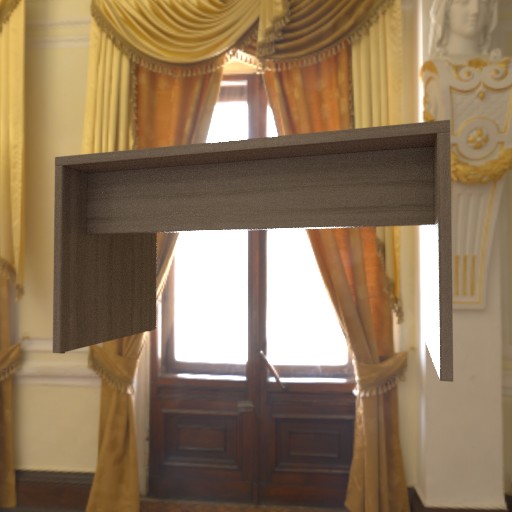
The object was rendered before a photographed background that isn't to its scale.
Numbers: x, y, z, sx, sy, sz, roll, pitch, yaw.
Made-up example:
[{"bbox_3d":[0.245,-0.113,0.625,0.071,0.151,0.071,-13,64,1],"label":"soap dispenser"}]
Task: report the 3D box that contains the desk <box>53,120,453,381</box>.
[{"bbox_3d":[0.000,0.000,1.788,1.380,0.745,0.690,-1,-2,18],"label":"desk"}]
